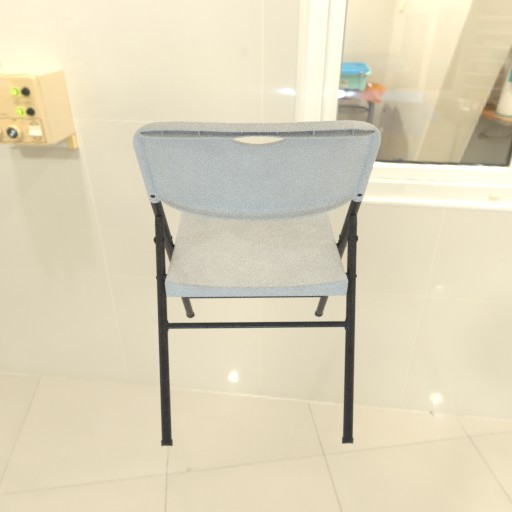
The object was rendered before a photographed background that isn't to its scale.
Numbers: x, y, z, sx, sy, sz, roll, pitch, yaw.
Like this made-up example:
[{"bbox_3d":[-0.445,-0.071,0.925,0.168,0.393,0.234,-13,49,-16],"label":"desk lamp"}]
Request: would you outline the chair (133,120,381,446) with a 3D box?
[{"bbox_3d":[0.000,0.000,1.161,0.494,0.810,0.566,0,30,-1],"label":"chair"}]
